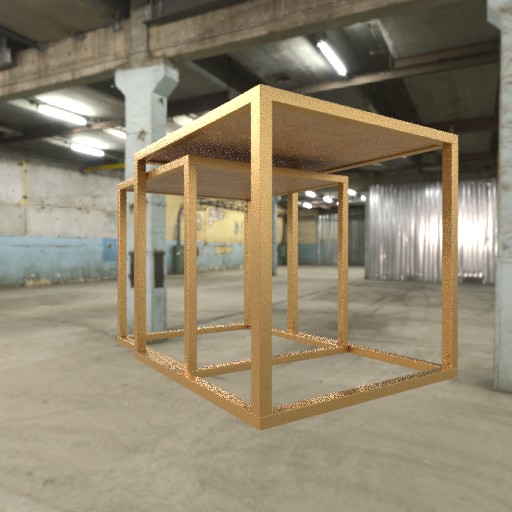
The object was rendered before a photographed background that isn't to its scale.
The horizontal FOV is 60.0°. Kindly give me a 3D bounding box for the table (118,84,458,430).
[{"bbox_3d":[0.000,0.000,1.098,0.505,0.505,0.762,0,0,-34],"label":"table"}]
